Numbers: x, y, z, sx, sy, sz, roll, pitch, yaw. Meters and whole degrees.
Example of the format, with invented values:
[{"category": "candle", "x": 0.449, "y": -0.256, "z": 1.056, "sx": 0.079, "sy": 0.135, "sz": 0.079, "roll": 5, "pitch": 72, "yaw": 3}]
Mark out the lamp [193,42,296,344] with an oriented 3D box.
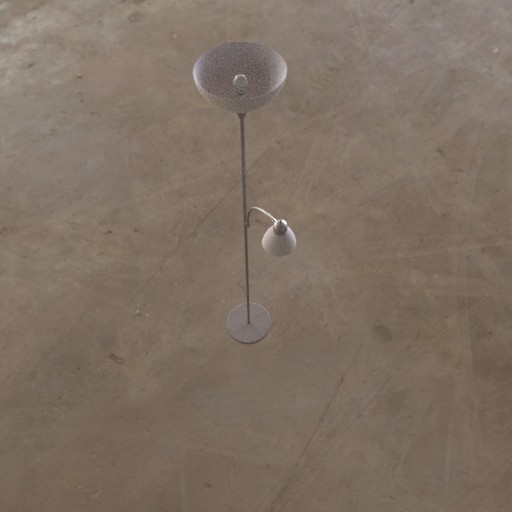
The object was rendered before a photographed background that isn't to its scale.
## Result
[{"category": "lamp", "x": 0.000, "y": 0.000, "z": 1.996, "sx": 0.279, "sy": 1.804, "sz": 0.425, "roll": -32, "pitch": 63, "yaw": -18}]
